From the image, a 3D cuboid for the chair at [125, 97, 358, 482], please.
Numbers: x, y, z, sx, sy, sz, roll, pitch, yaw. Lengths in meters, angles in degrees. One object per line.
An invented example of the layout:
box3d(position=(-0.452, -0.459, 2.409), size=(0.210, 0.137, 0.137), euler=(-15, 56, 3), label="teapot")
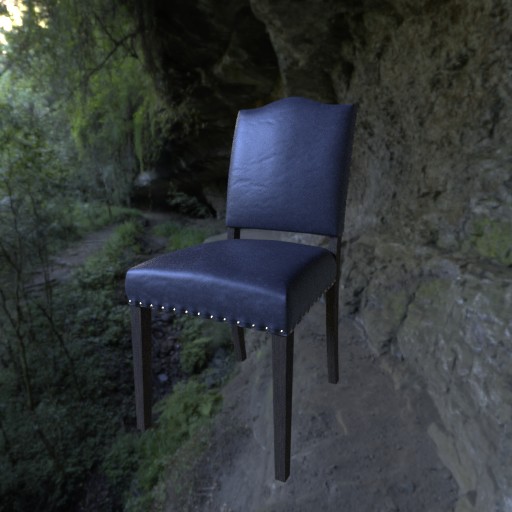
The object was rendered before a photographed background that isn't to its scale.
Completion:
box3d(position=(0.000, 0.000, 1.372), size=(0.500, 0.991, 0.633), euler=(7, 15, 27), label="chair")
